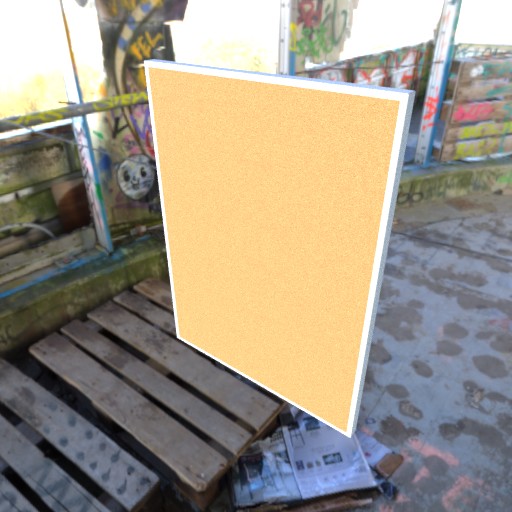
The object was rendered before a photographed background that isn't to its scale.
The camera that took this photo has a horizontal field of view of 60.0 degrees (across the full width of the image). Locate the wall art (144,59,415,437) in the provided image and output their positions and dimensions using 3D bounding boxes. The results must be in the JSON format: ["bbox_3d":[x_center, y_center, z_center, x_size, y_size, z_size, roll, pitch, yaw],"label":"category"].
[{"bbox_3d":[0.000,0.000,1.581,0.914,1.221,0.046,21,37,31],"label":"wall art"}]
